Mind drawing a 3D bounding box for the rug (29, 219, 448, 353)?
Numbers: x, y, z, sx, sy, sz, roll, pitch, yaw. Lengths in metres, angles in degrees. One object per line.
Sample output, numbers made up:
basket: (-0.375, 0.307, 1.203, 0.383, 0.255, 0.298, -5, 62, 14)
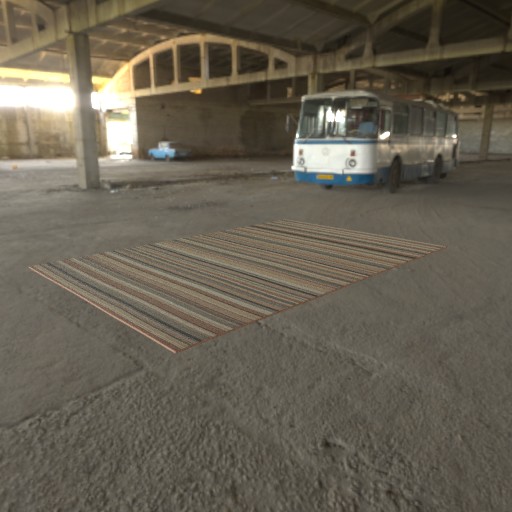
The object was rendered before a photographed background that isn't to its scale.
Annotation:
rug: (0.000, 0.000, 2.294, 1.829, 0.008, 1.219, -14, 20, -43)
